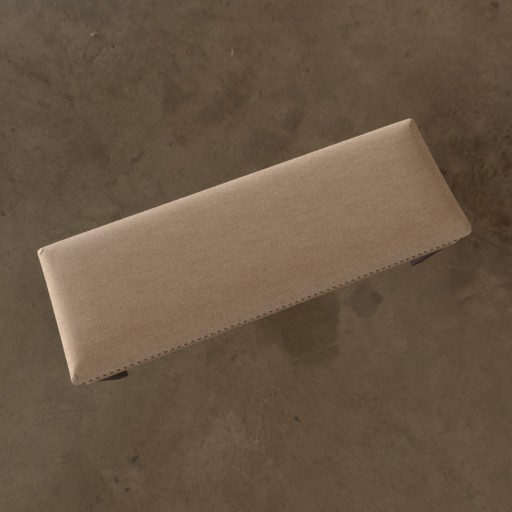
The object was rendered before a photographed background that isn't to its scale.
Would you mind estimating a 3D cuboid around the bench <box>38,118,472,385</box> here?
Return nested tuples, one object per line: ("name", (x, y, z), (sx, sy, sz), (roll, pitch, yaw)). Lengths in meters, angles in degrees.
("bench", (0.000, 0.000, 1.466), (1.219, 0.457, 0.410), (-20, 76, -5))
